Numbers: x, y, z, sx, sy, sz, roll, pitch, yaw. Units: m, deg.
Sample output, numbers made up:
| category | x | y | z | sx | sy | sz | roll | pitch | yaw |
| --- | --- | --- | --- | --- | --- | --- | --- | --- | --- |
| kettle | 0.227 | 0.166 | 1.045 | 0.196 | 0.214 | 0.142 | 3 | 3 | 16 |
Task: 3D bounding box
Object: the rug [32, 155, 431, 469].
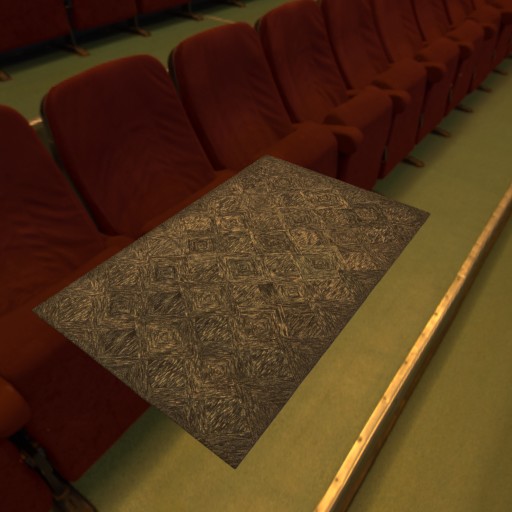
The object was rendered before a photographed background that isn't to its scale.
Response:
| category | x | y | z | sx | sy | sz | roll | pitch | yaw |
| --- | --- | --- | --- | --- | --- | --- | --- | --- | --- |
| rug | 0.000 | 0.000 | 2.205 | 1.139 | 0.010 | 1.754 | 26 | 47 | 27 |
